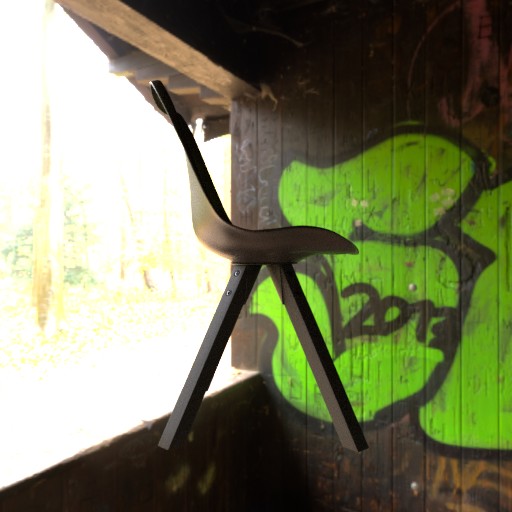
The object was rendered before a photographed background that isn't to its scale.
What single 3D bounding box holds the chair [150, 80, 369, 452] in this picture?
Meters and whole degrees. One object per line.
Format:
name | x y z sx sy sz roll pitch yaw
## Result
chair | 0.000 0.000 1.182 0.530 0.850 0.485 0 0 2
